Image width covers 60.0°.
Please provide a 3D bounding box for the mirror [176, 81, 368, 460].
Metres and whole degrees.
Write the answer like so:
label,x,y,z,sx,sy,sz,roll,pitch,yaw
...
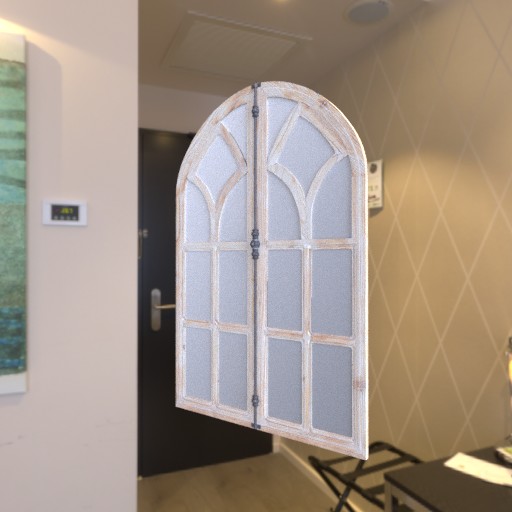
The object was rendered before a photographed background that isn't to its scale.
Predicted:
label,x,y,z,sx,sy,sz,roll,pitch,yaw
mirror,0.000,0.000,1.174,0.609,0.915,0.032,0,0,36
